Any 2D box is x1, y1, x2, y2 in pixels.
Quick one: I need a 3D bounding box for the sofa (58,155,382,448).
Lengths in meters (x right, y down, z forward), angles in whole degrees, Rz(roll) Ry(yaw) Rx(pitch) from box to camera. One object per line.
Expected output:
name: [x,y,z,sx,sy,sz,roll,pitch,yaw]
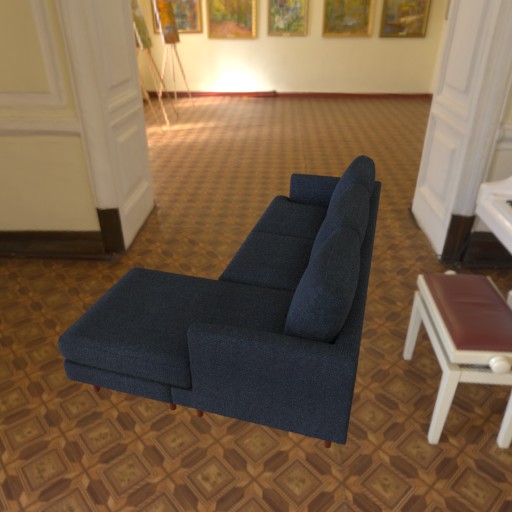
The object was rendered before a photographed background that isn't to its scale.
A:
sofa: [0.000,0.000,3.000,1.504,0.956,2.233,8,31,14]
